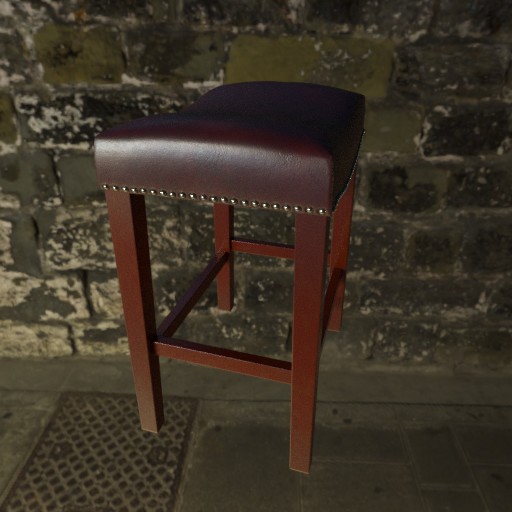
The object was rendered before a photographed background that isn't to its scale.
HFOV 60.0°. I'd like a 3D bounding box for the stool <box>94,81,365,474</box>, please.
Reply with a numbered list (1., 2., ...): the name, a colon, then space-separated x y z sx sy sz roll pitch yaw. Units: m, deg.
1. stool: 0.000 0.000 0.959 0.372 0.657 0.504 8 30 15
